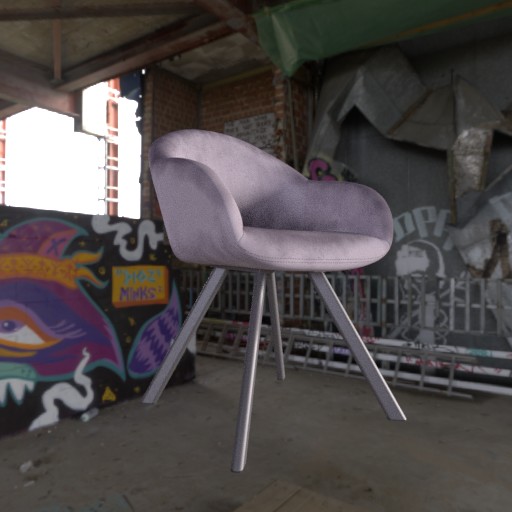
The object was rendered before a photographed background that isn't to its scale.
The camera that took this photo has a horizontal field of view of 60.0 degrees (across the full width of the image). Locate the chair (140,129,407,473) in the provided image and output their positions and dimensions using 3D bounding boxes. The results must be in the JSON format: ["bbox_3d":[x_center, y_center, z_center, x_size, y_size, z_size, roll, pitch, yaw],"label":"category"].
[{"bbox_3d":[0.000,0.000,1.182,0.550,0.795,0.590,1,-1,-34],"label":"chair"}]
